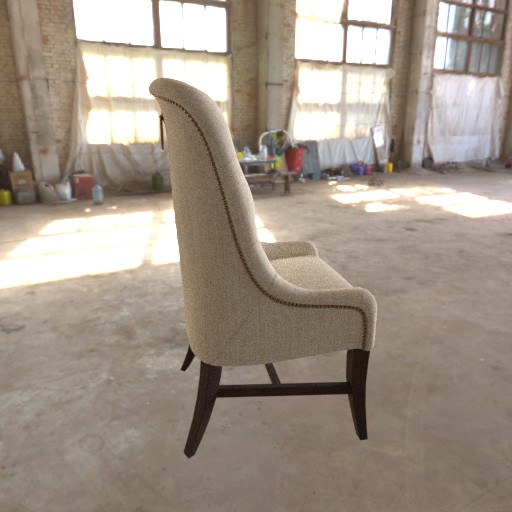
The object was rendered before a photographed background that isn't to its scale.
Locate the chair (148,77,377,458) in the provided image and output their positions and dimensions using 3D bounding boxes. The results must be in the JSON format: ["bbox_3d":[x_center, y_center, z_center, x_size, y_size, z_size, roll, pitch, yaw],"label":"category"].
[{"bbox_3d":[0.000,0.000,1.479,0.629,1.091,0.634,-3,17,-10],"label":"chair"}]
